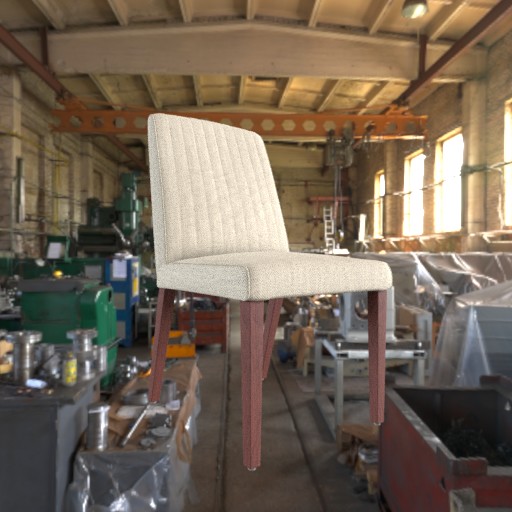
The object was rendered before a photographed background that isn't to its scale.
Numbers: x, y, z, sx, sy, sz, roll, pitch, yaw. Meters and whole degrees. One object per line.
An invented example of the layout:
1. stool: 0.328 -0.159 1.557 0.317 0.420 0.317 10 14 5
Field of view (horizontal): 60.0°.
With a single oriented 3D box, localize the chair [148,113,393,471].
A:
1. chair: 0.000 0.000 1.277 0.480 0.900 0.594 0 1 -36
